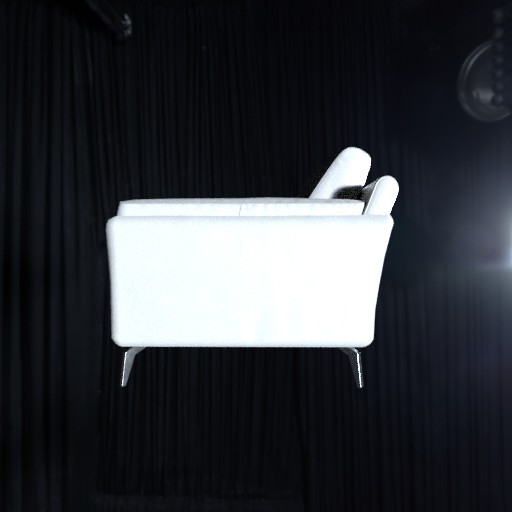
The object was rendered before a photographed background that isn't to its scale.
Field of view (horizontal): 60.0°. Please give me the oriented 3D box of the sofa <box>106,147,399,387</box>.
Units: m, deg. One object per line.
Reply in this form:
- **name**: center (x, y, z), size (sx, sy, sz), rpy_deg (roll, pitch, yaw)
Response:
- **sofa**: center (0.000, 0.000, 2.580), size (1.049, 0.930, 2.101), rpy_deg (0, 0, 1)
